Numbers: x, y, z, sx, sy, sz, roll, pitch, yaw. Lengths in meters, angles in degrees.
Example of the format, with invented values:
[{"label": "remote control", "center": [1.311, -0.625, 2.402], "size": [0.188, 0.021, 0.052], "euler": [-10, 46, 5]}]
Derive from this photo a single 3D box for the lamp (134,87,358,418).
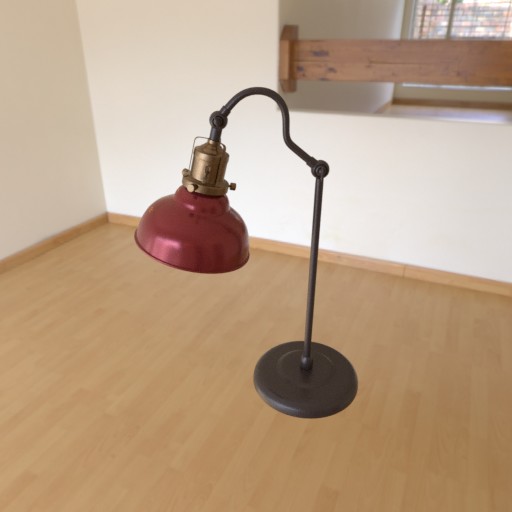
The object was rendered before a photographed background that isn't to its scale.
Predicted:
[{"label": "lamp", "center": [0.000, 0.000, 0.709], "size": [0.374, 0.508, 0.192], "euler": [0, 26, 0]}]
